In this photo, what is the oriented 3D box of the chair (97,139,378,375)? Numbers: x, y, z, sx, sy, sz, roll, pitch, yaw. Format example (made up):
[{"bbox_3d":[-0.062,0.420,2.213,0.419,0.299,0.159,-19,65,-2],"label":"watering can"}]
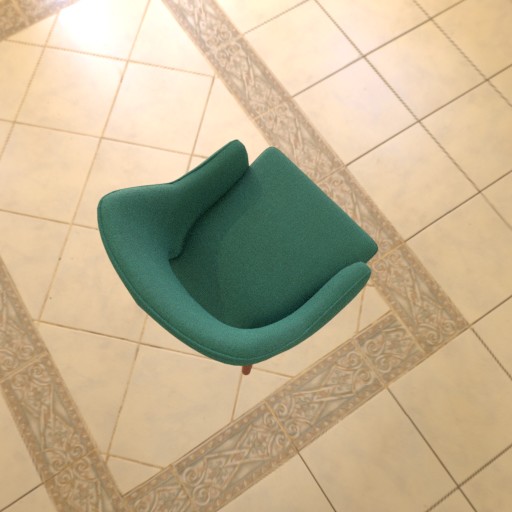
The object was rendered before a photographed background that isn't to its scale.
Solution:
[{"bbox_3d":[0.000,0.000,1.264,0.605,0.849,0.548,-42,78,-10],"label":"chair"}]
